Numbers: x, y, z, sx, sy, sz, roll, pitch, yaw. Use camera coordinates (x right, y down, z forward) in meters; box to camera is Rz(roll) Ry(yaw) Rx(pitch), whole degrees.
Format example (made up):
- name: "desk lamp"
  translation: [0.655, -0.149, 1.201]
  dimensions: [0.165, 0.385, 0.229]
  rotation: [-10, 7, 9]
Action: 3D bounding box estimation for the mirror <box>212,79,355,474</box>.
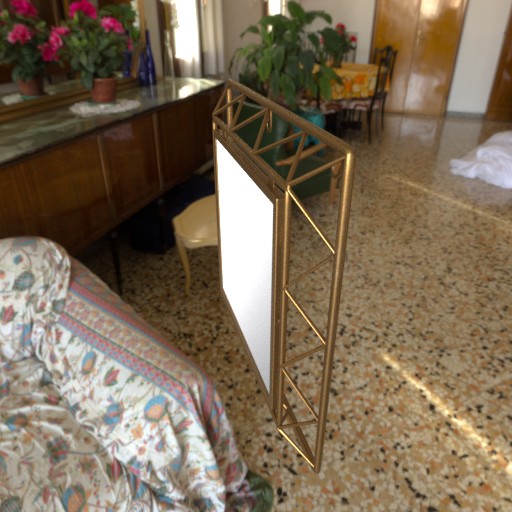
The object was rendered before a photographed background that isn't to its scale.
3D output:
- name: "mirror"
  translation: [0.000, 0.000, 0.620]
  dimensions: [0.046, 0.414, 0.416]
  rotation: [-8, 30, -15]
